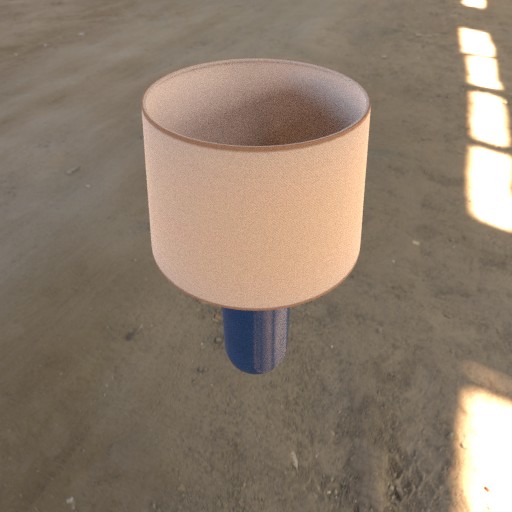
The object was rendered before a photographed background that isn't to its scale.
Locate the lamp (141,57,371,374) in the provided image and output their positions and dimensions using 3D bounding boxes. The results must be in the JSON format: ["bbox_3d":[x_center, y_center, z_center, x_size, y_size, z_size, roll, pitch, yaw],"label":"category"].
[{"bbox_3d":[0.000,0.000,0.827,0.367,0.609,0.367,0,41,0],"label":"lamp"}]
